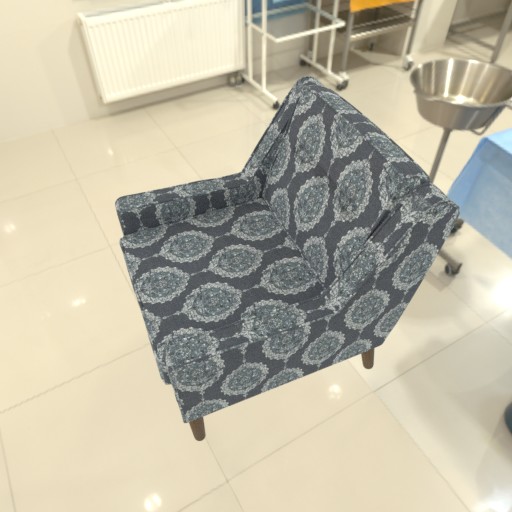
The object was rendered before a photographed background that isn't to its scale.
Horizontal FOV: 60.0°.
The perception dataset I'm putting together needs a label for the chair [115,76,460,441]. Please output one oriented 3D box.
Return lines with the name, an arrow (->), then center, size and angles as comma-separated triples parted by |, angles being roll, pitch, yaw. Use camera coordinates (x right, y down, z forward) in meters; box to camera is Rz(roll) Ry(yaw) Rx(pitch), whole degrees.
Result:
chair -> 0.000, 0.000, 1.346 | 0.743, 0.792, 0.663 | -18, 50, -16
